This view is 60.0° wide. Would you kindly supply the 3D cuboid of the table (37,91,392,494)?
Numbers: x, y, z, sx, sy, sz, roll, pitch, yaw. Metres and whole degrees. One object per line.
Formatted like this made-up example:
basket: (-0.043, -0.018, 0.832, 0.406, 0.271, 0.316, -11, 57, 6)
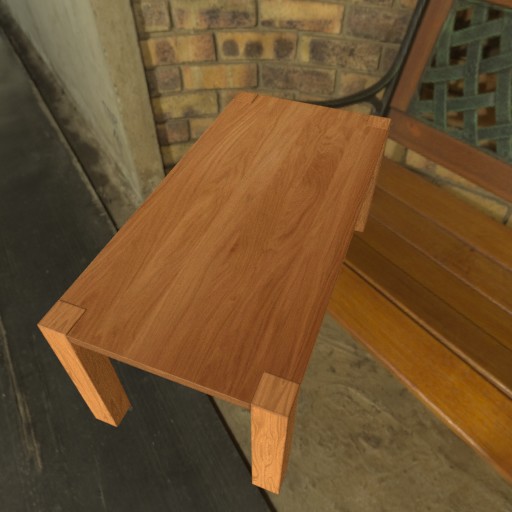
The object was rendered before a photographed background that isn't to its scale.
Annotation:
table: (0.000, 0.000, 2.246, 0.900, 0.760, 1.800, 16, 49, 14)
